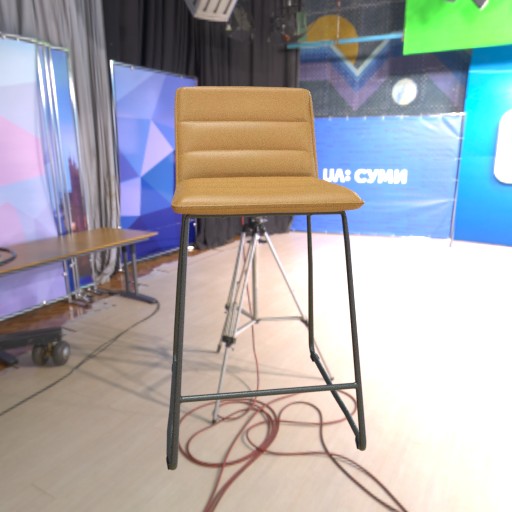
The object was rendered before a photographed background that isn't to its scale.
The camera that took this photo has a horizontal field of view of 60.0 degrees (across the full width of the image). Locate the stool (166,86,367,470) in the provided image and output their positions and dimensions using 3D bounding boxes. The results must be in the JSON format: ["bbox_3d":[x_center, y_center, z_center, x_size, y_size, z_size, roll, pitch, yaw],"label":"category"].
[{"bbox_3d":[0.000,0.000,1.146,0.489,0.866,0.524,-2,16,-8],"label":"stool"}]
